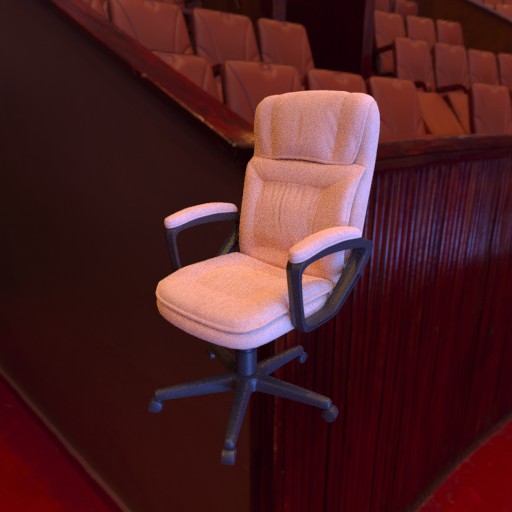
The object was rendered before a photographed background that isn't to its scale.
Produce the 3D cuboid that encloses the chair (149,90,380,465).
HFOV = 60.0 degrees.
[{"bbox_3d":[0.000,0.000,1.554,0.667,1.105,0.724,16,24,40],"label":"chair"}]
